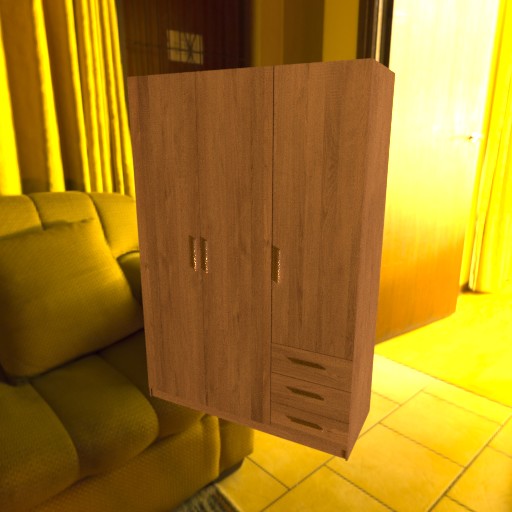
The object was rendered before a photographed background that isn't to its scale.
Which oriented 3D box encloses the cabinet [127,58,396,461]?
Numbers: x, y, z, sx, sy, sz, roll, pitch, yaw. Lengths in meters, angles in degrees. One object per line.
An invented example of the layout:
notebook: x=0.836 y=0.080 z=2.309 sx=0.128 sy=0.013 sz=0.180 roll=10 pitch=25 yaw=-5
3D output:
cabinet: x=0.000 y=0.000 z=2.506 sx=1.290 sy=1.910 sz=0.510 roll=8 pitch=17 yaw=26
